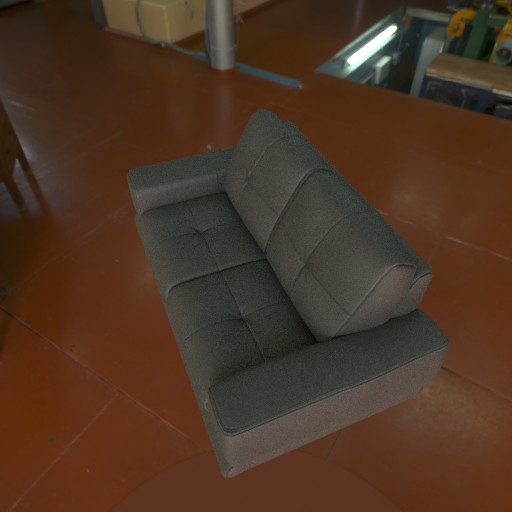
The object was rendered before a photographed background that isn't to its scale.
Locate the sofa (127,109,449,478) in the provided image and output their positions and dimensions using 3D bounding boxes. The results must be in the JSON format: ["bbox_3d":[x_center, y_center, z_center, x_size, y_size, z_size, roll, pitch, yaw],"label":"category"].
[{"bbox_3d":[0.000,0.000,2.302,1.018,0.907,1.806,-17,48,-16],"label":"sofa"}]
